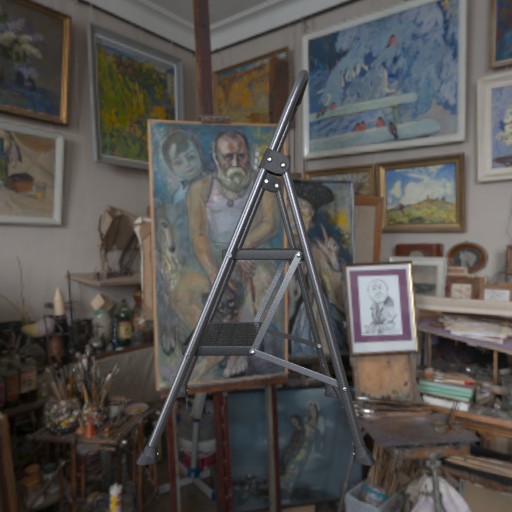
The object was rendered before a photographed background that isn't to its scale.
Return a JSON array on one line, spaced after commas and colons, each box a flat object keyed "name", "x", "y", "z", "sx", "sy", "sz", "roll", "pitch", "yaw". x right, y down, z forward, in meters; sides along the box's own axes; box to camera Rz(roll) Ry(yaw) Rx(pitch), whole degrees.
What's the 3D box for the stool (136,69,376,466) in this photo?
[{"name": "stool", "x": 0.000, "y": 0.000, "z": 1.146, "sx": 0.514, "sy": 0.872, "sz": 0.450, "roll": 0, "pitch": 2, "yaw": 0}]
